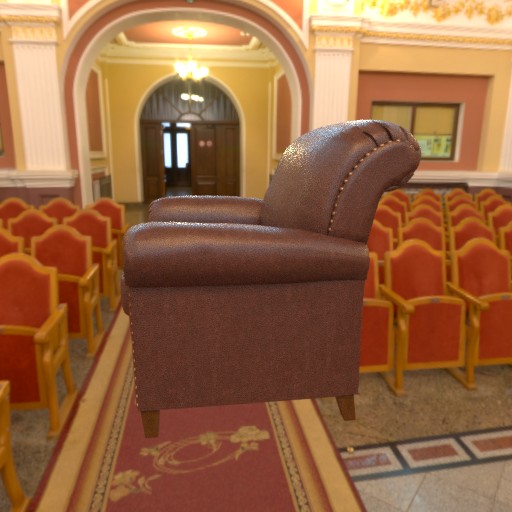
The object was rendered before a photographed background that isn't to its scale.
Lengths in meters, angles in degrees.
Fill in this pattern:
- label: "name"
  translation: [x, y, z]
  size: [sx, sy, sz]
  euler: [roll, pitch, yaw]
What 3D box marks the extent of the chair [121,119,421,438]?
- label: "chair"
  translation: [0.000, 0.000, 1.599]
  size: [0.890, 0.927, 0.854]
  euler: [-2, 13, -7]
